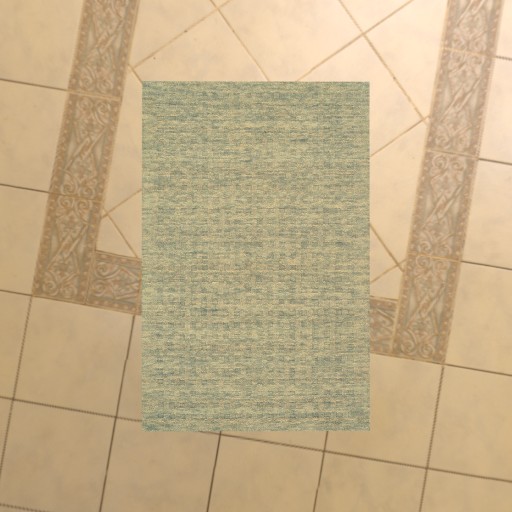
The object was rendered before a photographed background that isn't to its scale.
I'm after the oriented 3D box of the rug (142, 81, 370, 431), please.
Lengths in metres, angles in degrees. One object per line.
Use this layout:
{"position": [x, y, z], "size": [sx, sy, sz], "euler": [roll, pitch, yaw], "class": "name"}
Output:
{"position": [0.000, 0.000, 2.224], "size": [1.142, 0.006, 1.752], "euler": [0, 90, 0], "class": "rug"}
